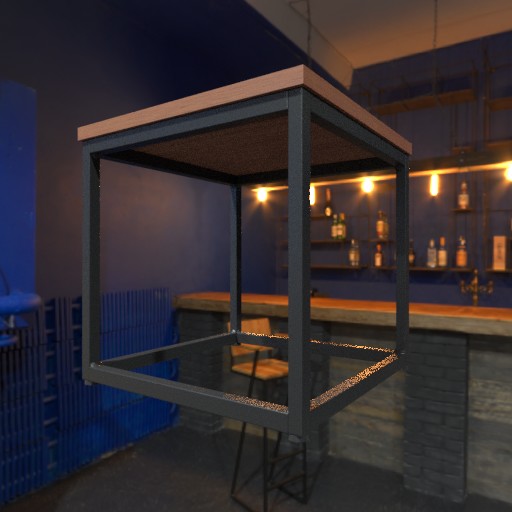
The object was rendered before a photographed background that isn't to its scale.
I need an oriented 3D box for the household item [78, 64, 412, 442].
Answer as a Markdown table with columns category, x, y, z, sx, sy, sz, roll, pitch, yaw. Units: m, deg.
| category | x | y | z | sx | sy | sz | roll | pitch | yaw |
| --- | --- | --- | --- | --- | --- | --- | --- | --- | --- |
| household item | 0.000 | 0.000 | 0.742 | 0.400 | 0.400 | 0.400 | 0 | 0 | 35 |
